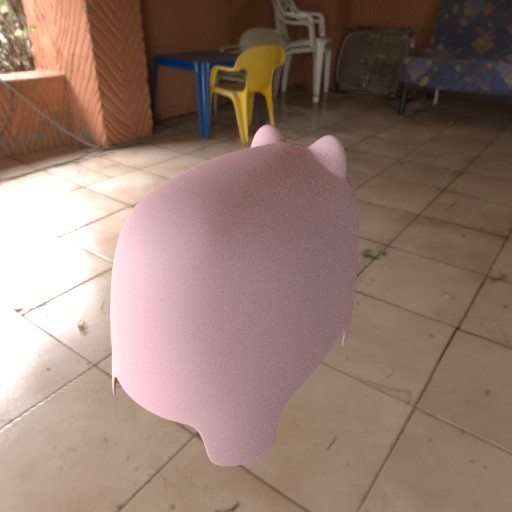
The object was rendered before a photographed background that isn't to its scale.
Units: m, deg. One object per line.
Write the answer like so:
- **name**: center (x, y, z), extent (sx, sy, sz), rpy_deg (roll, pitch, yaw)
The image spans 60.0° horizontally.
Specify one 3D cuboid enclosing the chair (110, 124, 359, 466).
- **chair**: center (0.000, 0.000, 0.853), extent (0.364, 0.423, 0.619), rpy_deg (20, 35, 30)
